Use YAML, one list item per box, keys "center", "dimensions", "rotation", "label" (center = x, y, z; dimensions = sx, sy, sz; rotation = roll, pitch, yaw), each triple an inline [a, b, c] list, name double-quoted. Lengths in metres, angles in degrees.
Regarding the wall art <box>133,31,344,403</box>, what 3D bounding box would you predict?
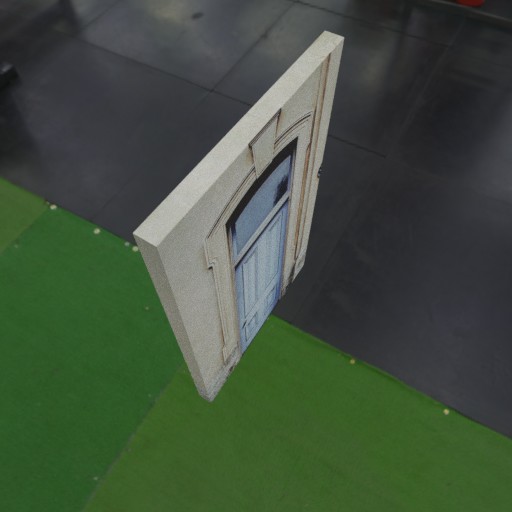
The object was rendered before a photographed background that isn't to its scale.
- center: [0.000, 0.000, 0.977]
  dimensions: [0.038, 0.764, 0.508]
  rotation: [28, 62, 16]
  label: "wall art"
